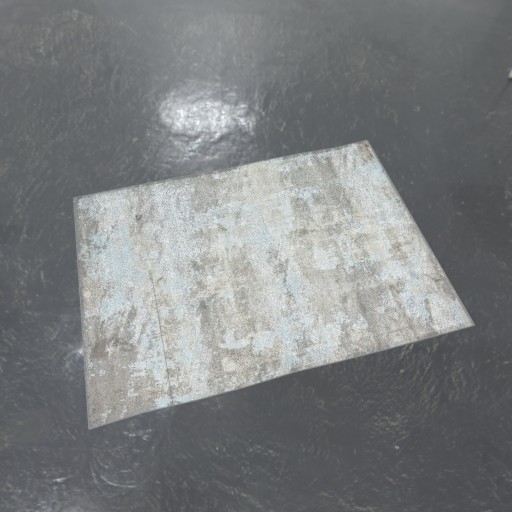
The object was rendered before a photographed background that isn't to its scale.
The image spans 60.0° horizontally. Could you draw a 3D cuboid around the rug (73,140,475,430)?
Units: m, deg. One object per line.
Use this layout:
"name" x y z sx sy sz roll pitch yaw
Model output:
"rug" 0.000 0.000 4.247 3.307 0.013 2.393 -13 58 -8
